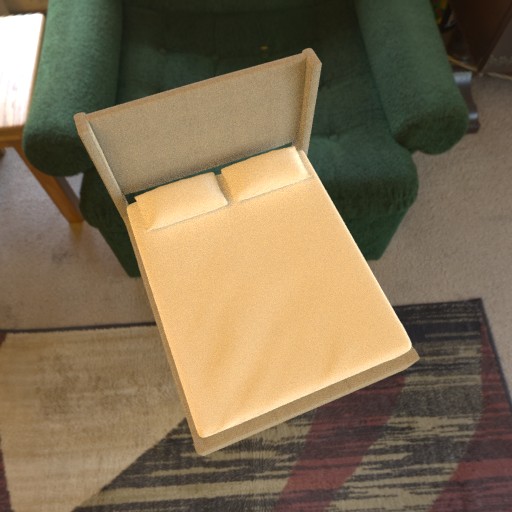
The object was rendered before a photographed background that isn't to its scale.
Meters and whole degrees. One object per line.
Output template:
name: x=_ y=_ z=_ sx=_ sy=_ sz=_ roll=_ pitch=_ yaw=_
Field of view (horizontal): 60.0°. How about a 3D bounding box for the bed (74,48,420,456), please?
bed: x=0.000 y=0.000 z=3.341 sx=1.774 sy=1.491 sz=2.222 roll=-20 pitch=65 yaw=-9
